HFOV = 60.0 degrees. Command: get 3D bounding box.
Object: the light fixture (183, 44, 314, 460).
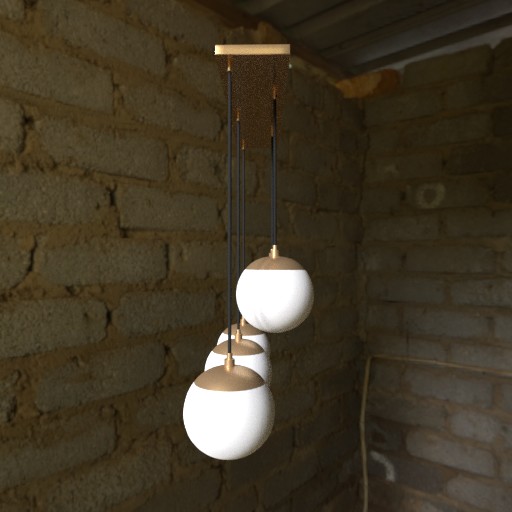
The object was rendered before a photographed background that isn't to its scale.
[{"bbox_3d":[0.000,0.000,1.293,0.299,0.869,0.863,0,-1,1],"label":"light fixture"}]
